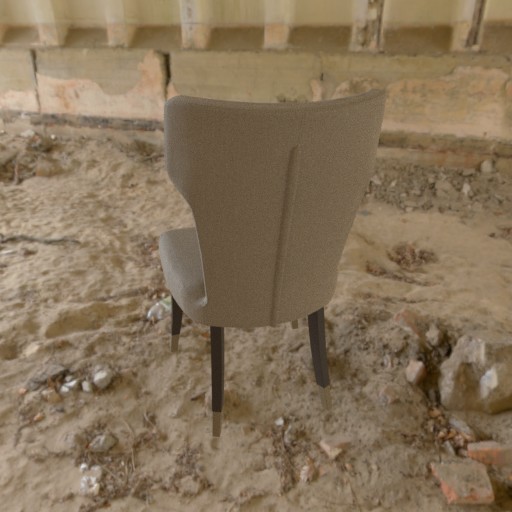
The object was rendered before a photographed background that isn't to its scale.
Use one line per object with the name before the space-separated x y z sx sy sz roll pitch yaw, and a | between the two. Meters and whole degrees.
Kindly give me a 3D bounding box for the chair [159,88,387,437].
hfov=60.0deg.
chair | 0.000 0.000 1.319 0.526 0.955 0.630 -8 27 -16
